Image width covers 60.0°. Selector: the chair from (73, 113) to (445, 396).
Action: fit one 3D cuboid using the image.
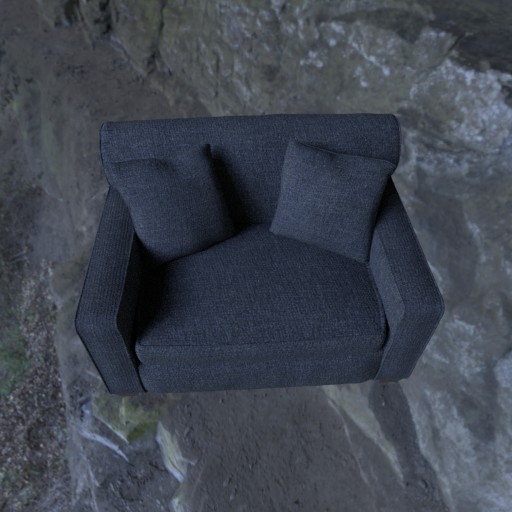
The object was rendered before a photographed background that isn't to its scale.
[{"bbox_3d":[0.000,0.000,2.042,1.383,0.948,1.000,-2,48,-2],"label":"chair"}]
